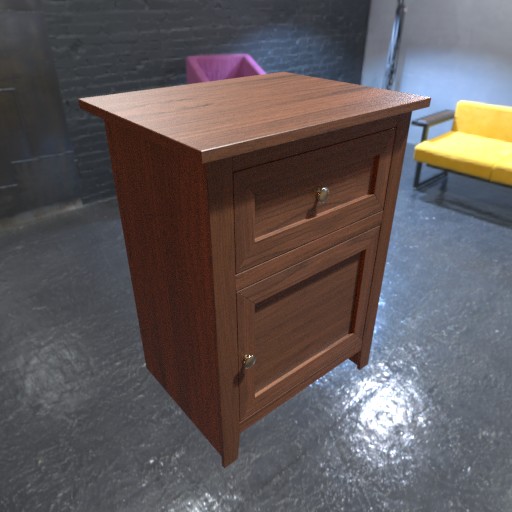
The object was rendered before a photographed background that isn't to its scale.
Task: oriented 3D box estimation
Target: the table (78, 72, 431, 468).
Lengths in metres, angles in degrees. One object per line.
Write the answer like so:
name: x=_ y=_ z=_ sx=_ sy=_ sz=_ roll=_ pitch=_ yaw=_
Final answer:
table: x=0.000 y=0.000 z=0.930 sx=0.480 sy=0.636 sz=0.381 roll=-23 pitch=38 yaw=-33
